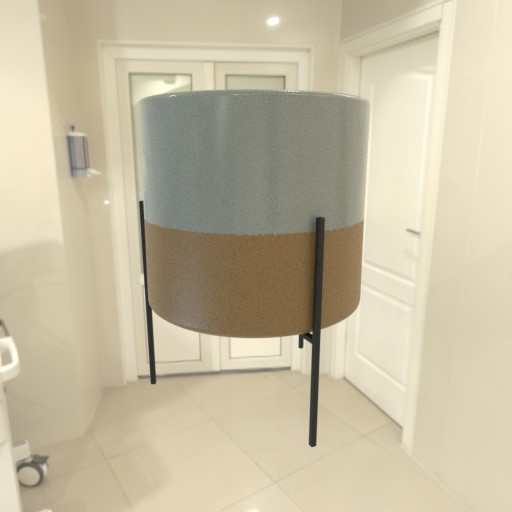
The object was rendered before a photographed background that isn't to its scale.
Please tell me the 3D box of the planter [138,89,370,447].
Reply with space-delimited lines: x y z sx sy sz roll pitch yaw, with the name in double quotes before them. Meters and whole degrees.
"planter" 0.000 0.000 0.727 0.348 0.480 0.360 -7 16 -27
